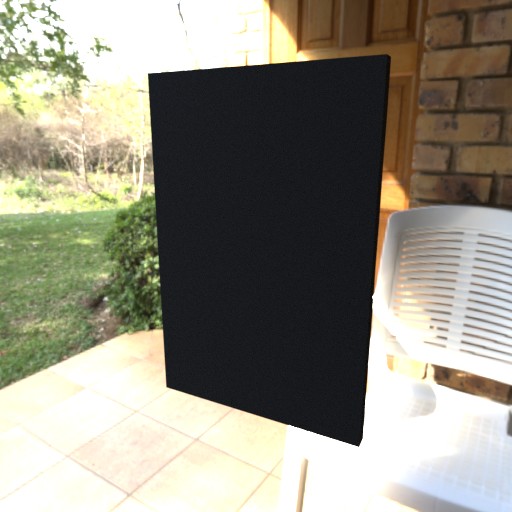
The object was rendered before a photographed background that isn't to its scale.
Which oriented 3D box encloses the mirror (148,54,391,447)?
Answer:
[{"bbox_3d":[0.000,0.000,1.147,0.606,0.912,0.044,8,17,26],"label":"mirror"}]
